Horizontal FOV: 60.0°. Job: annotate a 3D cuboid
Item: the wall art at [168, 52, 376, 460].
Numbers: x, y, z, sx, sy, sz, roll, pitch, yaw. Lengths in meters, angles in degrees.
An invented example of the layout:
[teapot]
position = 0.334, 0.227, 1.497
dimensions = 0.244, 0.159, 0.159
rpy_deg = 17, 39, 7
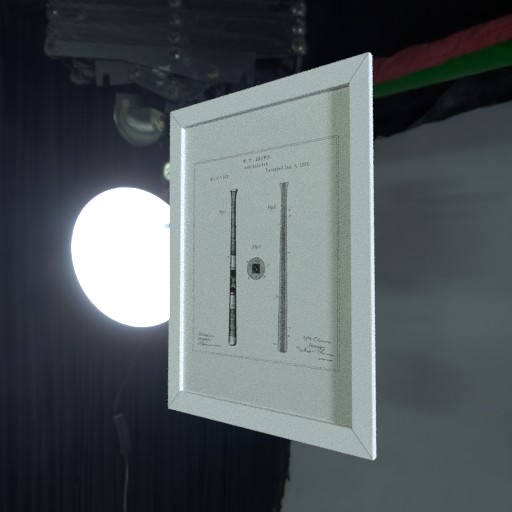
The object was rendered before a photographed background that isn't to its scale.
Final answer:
[wall art]
position = 0.000, 0.000, 0.686
dimensions = 0.374, 0.529, 0.012
rpy_deg = -2, -3, 35
